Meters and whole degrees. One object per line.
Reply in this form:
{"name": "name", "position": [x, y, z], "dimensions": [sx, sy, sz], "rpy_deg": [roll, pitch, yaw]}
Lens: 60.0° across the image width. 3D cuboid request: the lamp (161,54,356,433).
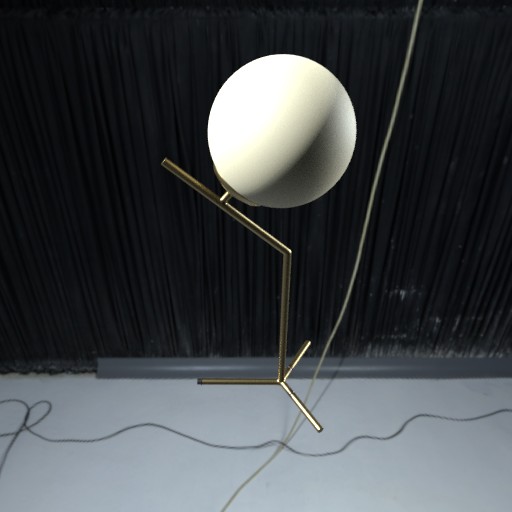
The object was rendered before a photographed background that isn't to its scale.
{"name": "lamp", "position": [0.000, 0.000, 0.663], "dimensions": [0.251, 0.552, 0.210], "rpy_deg": [0, 32, 0]}
